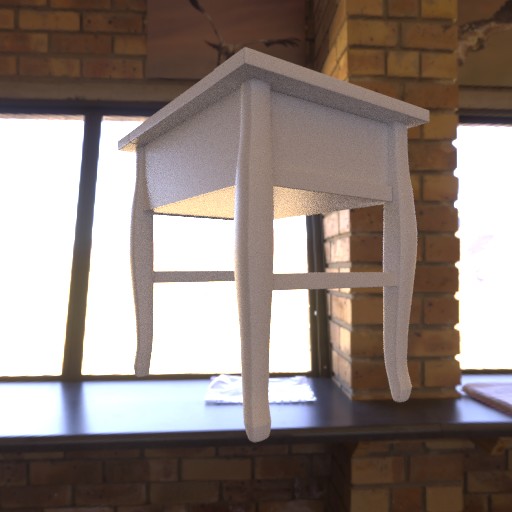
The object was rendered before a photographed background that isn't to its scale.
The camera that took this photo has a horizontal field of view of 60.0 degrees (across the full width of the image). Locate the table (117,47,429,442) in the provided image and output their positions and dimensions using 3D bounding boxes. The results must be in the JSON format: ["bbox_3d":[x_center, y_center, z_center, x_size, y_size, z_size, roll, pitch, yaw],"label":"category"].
[{"bbox_3d":[0.000,0.000,1.026,0.463,0.605,0.599,1,-2,-35],"label":"table"}]
